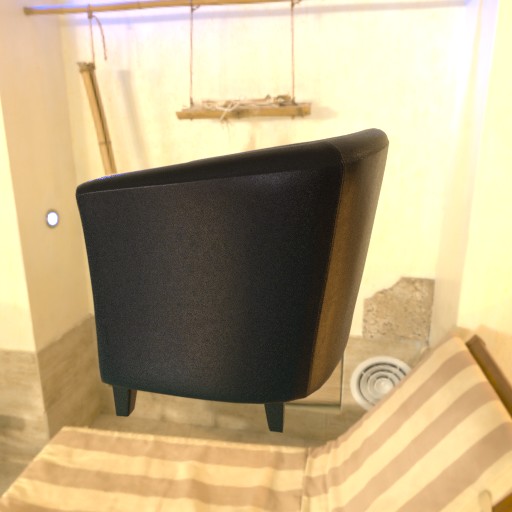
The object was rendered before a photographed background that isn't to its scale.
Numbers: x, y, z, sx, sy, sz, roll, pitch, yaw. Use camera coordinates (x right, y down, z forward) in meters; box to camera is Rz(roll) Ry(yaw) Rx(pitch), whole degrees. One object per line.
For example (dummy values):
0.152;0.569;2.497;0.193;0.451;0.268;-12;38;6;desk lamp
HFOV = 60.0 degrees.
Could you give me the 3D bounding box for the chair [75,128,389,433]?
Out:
0.000;0.000;1.367;0.727;0.756;0.793;2;15;9;chair
